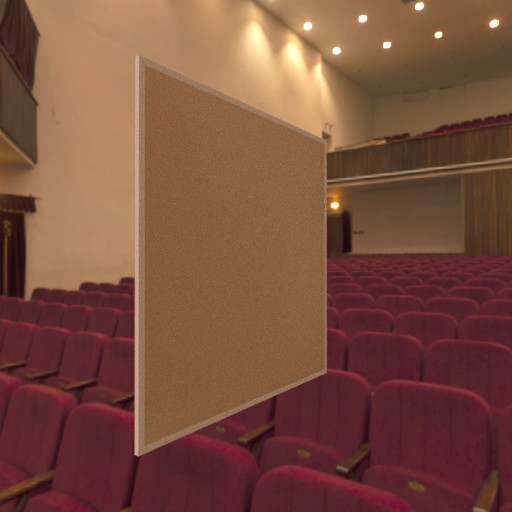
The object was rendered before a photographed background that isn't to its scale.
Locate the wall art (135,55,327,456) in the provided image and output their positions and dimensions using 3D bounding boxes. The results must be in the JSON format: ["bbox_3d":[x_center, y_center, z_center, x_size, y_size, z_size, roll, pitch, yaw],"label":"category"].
[{"bbox_3d":[0.000,0.000,1.222,0.012,0.809,0.809,0,0,37],"label":"wall art"}]
